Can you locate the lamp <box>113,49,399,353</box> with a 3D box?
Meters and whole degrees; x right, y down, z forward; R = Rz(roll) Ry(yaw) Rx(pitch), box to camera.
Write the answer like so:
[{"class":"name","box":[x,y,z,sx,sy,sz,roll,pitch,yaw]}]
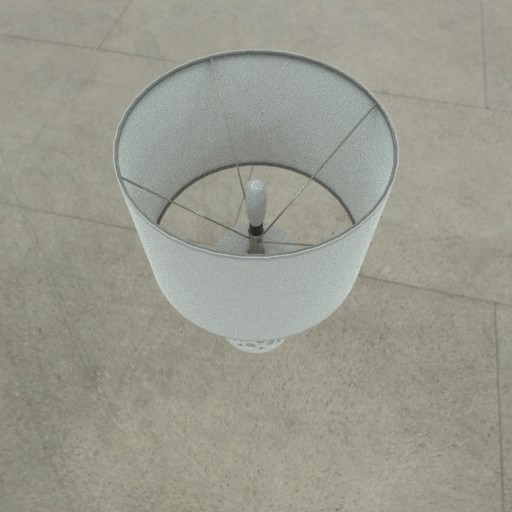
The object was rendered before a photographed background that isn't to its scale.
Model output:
[{"class":"lamp","box":[0.000,0.000,0.694,0.310,0.502,0.310,0,59,0]}]
